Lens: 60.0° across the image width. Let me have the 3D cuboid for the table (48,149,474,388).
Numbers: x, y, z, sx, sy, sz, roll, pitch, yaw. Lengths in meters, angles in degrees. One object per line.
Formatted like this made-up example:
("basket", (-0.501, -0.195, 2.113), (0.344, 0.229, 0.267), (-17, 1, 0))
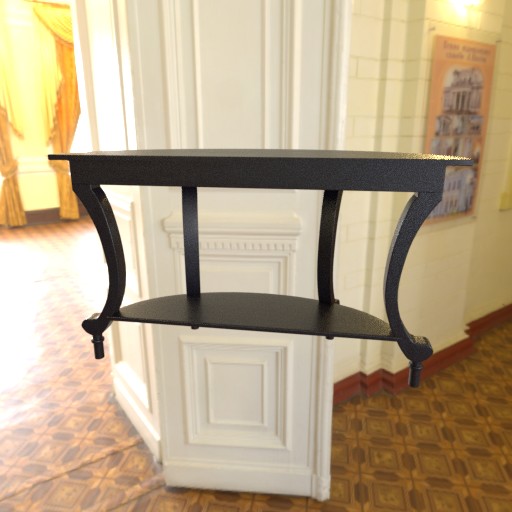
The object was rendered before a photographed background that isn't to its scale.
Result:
("table", (0.000, 0.000, 1.516), (1.198, 0.692, 0.394), (3, 17, 9))
